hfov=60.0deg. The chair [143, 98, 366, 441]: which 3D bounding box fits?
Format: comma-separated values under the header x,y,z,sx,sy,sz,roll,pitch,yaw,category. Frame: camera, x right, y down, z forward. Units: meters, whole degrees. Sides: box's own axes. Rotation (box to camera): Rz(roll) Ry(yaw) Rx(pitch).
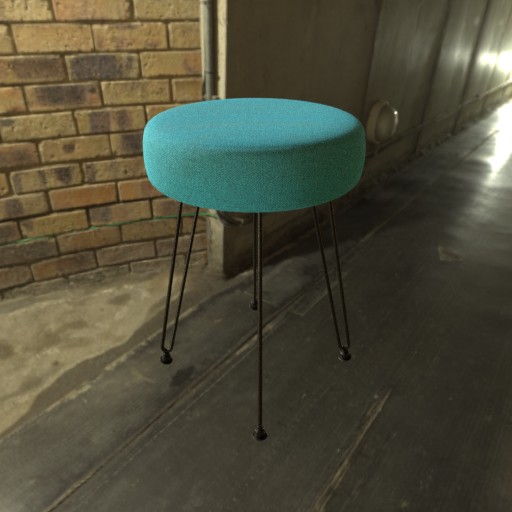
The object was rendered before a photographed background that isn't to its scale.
x,y,z,sx,sy,sz,roll,pitch,yaw,category
0.000,0.000,0.700,0.350,0.440,0.350,-1,30,-1,chair
